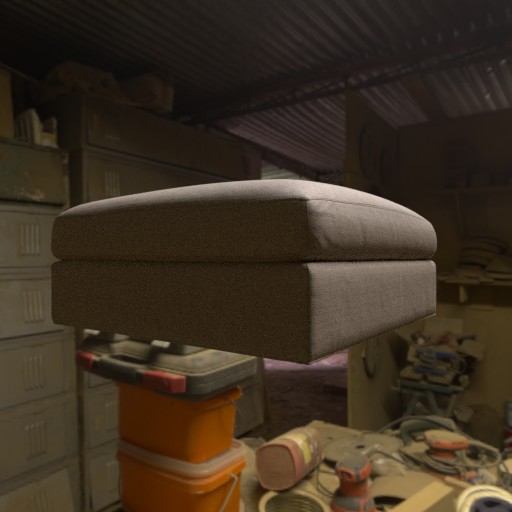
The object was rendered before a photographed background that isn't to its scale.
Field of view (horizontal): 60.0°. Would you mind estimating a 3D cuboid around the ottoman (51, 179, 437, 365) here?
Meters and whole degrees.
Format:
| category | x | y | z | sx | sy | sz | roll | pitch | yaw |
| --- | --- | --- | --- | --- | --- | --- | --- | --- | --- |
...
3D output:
| category | x | y | z | sx | sy | sz | roll | pitch | yaw |
| --- | --- | --- | --- | --- | --- | --- | --- | --- | --- |
| ottoman | 0.000 | 0.000 | 1.638 | 1.041 | 0.470 | 1.041 | 0 | 0 | 36 |
